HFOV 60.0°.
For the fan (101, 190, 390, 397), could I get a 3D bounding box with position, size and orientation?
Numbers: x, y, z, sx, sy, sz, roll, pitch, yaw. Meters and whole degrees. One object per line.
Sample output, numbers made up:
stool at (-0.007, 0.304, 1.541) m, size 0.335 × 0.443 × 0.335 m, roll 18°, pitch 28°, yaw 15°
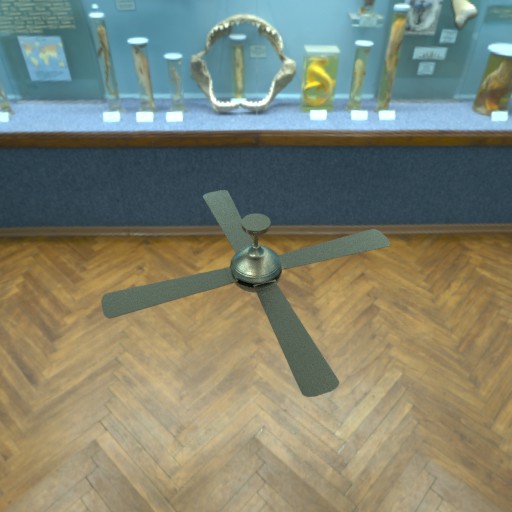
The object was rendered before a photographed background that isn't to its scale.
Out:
fan at (0.000, 0.000, 1.999) m, size 1.321 × 0.381 × 1.321 m, roll 0°, pitch 41°, yaw 0°
